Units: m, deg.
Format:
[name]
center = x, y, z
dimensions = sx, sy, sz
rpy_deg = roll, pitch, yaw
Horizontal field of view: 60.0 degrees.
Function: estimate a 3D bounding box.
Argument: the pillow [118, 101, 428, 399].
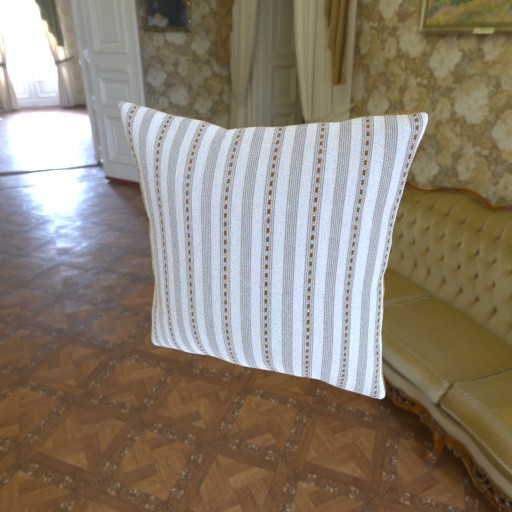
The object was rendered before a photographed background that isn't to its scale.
[pillow]
center = 0.000, 0.000, 0.671
dimensions = 0.432, 0.437, 0.147
rpy_deg = 8, 27, 17
